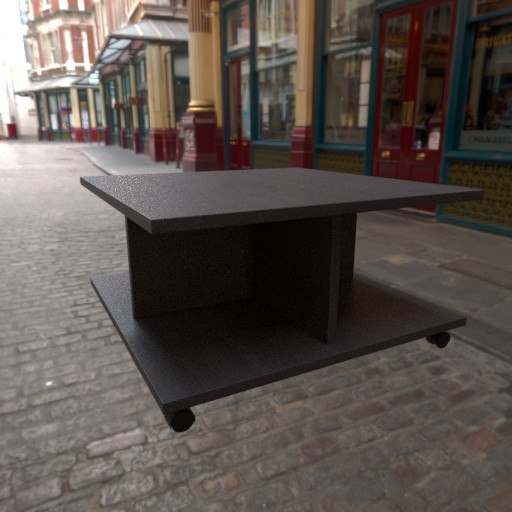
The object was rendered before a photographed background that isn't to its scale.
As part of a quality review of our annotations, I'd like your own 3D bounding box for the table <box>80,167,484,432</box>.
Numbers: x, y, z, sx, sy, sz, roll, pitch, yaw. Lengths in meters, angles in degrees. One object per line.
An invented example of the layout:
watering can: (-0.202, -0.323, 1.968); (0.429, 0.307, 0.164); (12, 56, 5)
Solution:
table: (0.000, 0.000, 1.202); (0.762, 0.396, 0.762); (-8, 17, -27)
